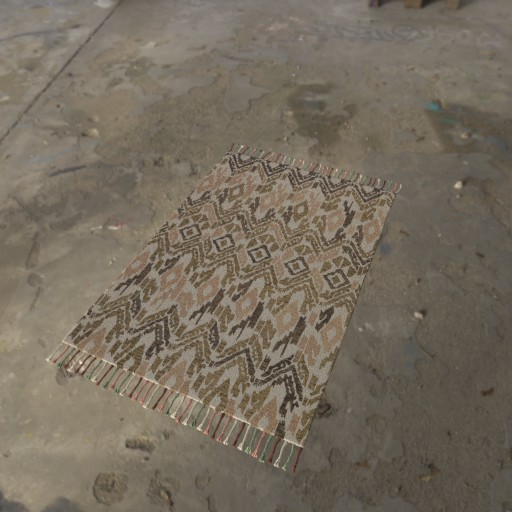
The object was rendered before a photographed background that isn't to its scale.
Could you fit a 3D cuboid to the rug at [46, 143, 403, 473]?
[{"bbox_3d":[0.000,0.000,3.020,1.524,0.008,2.438,18,49,16],"label":"rug"}]
